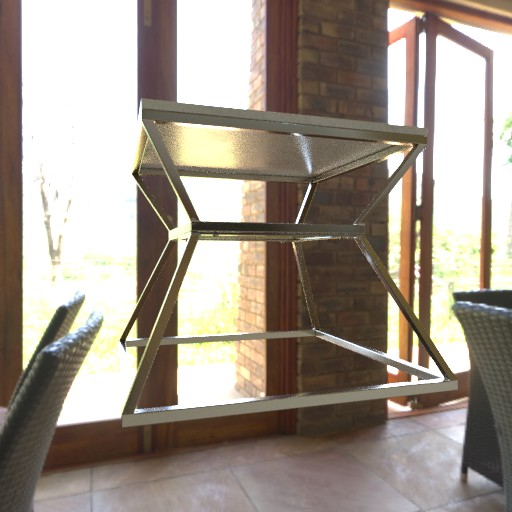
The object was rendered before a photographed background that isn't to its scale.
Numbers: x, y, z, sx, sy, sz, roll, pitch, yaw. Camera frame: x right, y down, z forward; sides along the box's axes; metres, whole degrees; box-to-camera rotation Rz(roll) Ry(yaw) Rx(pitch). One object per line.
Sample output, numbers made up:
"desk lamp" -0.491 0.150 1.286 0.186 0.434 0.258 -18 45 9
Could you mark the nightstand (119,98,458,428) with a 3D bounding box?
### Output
"nightstand" 0.000 0.000 0.872 0.513 0.426 0.514 0 0 -18
